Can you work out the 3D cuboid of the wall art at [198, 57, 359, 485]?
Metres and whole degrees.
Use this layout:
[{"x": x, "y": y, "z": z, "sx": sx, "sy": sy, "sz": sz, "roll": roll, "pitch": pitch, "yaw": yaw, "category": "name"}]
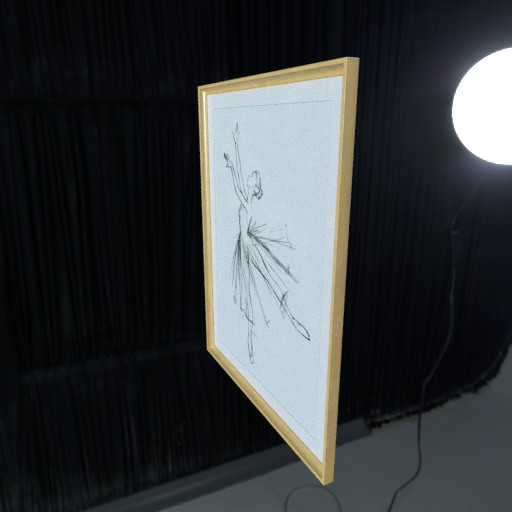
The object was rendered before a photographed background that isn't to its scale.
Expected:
[{"x": 0.000, "y": 0.000, "z": 1.327, "sx": 0.030, "sy": 1.002, "sz": 0.798, "roll": -9, "pitch": 19, "yaw": -26, "category": "wall art"}]
